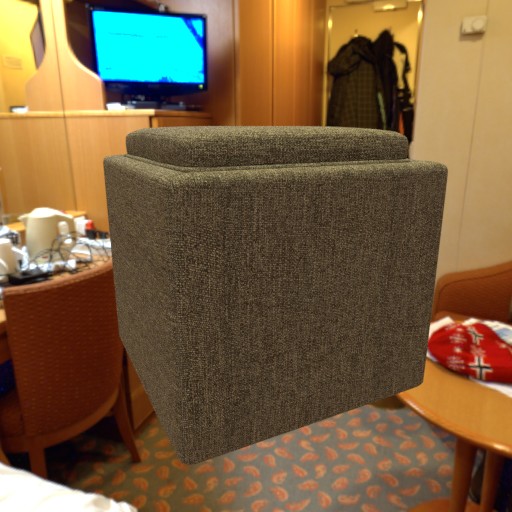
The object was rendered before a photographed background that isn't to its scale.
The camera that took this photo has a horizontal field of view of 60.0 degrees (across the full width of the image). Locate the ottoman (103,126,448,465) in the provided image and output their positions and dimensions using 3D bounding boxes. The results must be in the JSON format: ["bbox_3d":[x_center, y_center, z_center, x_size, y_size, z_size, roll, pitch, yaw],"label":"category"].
[{"bbox_3d":[0.000,0.000,0.817,0.450,0.460,0.450,-8,18,-26],"label":"ottoman"}]
